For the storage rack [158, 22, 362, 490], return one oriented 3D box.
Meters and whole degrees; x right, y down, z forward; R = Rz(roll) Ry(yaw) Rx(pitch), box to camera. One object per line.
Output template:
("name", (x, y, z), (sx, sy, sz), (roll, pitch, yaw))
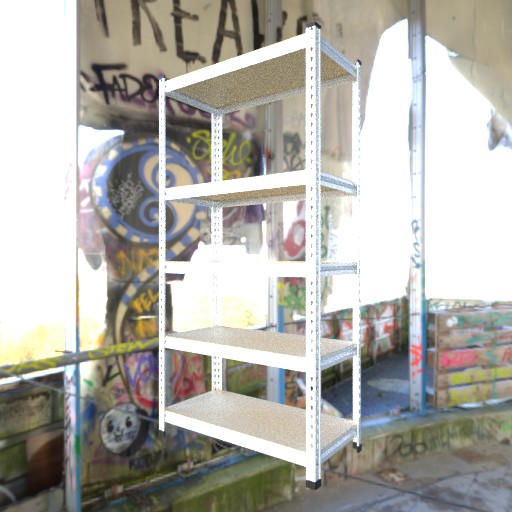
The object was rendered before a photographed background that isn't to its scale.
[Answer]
("storage rack", (0.000, 0.000, 2.180), (0.914, 1.829, 0.457), (0, 0, 36))
